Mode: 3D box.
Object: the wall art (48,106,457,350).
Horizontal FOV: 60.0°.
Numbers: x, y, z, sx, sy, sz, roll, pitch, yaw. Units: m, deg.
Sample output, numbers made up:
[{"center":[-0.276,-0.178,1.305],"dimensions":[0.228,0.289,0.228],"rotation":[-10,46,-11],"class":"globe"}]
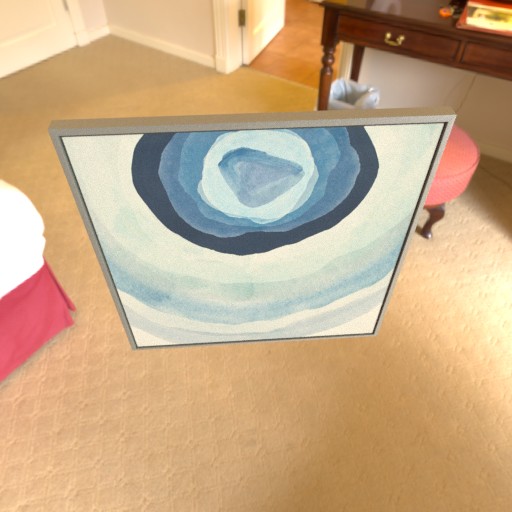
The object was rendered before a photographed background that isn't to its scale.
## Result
[{"center":[0.000,0.000,1.180],"dimensions":[0.809,0.807,0.038],"rotation":[-3,47,-3],"class":"wall art"}]
